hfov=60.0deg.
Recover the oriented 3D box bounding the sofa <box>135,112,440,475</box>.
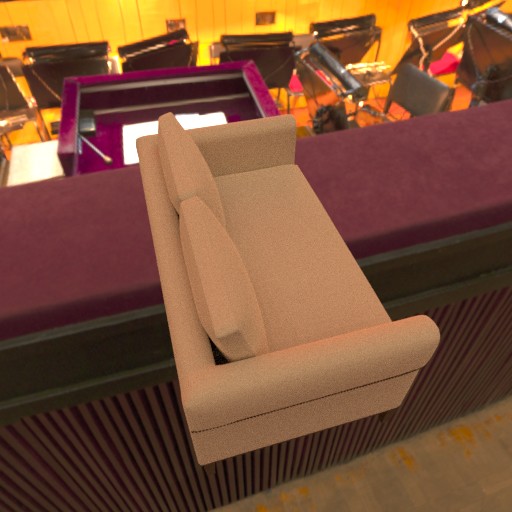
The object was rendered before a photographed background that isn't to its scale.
[{"bbox_3d":[0.000,0.000,2.115,0.905,0.873,1.598,-12,48,-11],"label":"sofa"}]
